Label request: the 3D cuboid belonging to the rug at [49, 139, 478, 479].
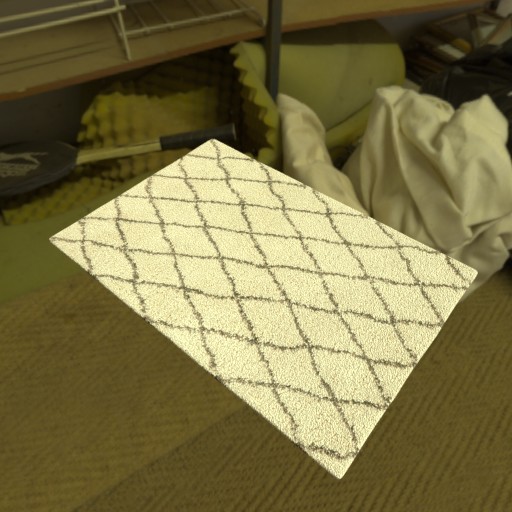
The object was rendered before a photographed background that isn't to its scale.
[{"bbox_3d":[0.000,0.000,2.211,1.778,0.030,1.219,32,55,26],"label":"rug"}]
